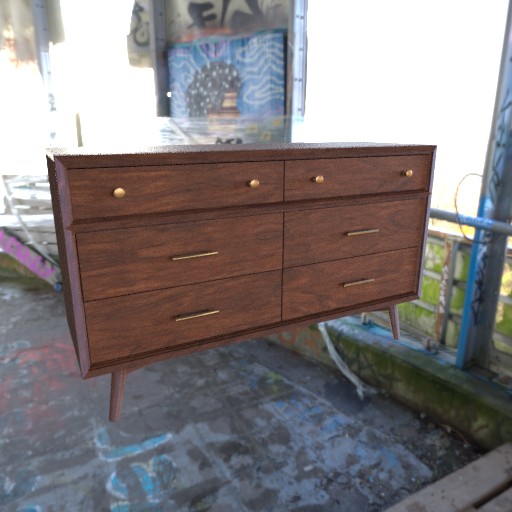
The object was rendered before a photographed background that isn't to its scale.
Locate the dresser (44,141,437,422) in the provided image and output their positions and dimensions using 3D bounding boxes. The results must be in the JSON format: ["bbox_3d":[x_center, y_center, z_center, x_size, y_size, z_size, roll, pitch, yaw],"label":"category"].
[{"bbox_3d":[0.000,0.000,1.847,1.472,0.889,0.500,-8,18,-26],"label":"dresser"}]
